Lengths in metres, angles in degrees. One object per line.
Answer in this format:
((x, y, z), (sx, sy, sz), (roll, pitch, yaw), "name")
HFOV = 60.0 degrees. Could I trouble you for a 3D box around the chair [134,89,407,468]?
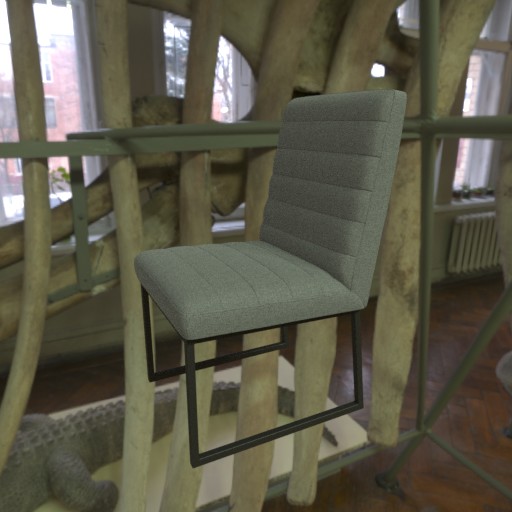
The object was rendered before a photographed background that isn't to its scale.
((0.000, 0.000, 1.325), (0.634, 0.930, 0.520), (-8, 18, -26), "chair")
